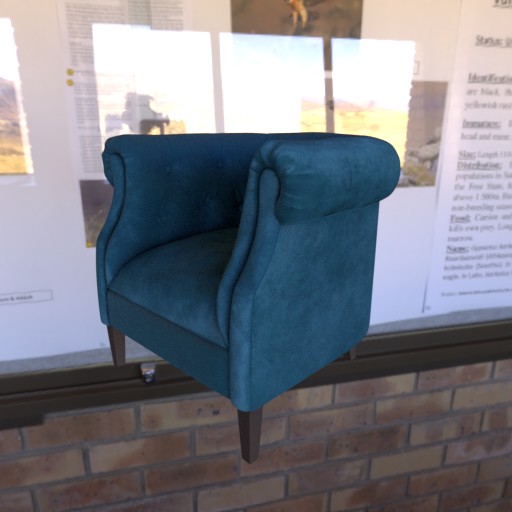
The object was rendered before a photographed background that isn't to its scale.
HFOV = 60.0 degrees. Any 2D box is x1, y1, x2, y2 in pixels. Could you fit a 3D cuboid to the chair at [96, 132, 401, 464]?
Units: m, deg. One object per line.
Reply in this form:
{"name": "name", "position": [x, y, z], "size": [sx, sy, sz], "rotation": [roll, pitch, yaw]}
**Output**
{"name": "chair", "position": [0.000, 0.000, 1.551], "size": [0.904, 0.826, 0.851], "rotation": [16, 23, 42]}
